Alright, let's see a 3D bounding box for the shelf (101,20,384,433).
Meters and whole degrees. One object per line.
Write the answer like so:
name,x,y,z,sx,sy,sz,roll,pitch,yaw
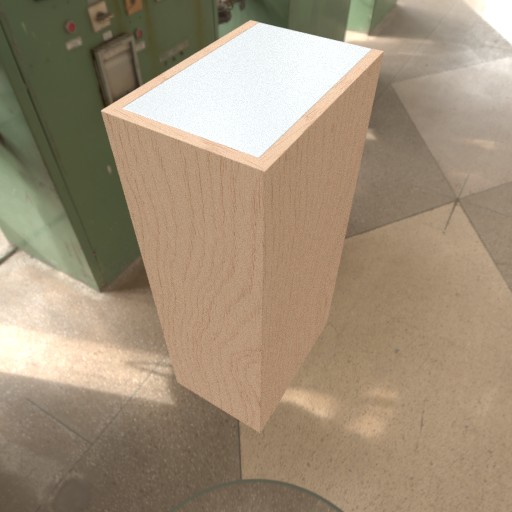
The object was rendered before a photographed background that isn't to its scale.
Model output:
shelf,0.000,0.000,0.726,0.200,0.600,0.290,24,52,21
